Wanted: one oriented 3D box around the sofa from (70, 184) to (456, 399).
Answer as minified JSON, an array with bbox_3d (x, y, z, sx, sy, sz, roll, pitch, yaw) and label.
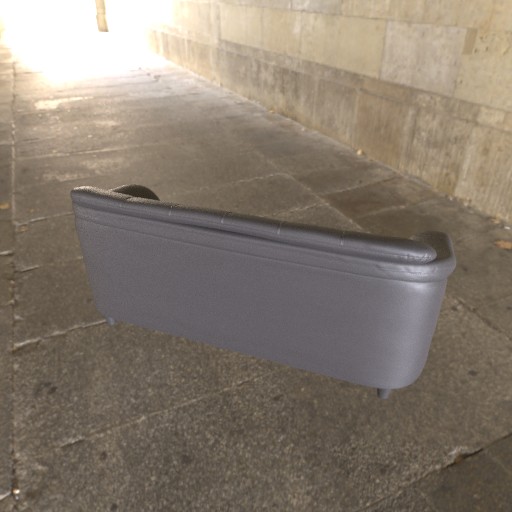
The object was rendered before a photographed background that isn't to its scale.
[{"bbox_3d":[0.000,0.000,2.274,1.829,0.811,0.800,11,33,17],"label":"sofa"}]
